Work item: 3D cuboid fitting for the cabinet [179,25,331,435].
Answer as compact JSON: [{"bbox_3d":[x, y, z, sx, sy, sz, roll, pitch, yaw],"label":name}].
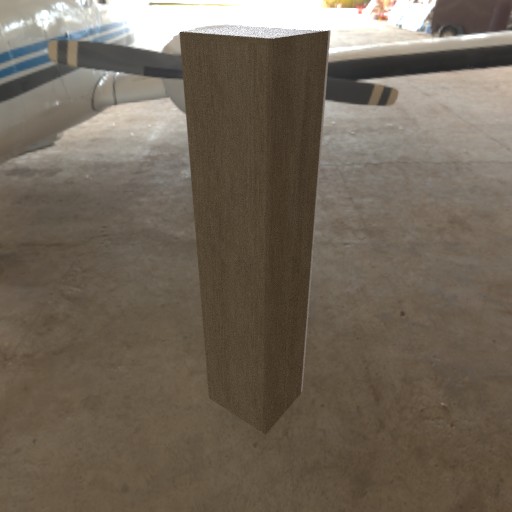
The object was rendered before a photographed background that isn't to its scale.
[{"bbox_3d":[0.000,0.000,1.540,0.300,1.400,0.270,22,38,31],"label":"cabinet"}]
